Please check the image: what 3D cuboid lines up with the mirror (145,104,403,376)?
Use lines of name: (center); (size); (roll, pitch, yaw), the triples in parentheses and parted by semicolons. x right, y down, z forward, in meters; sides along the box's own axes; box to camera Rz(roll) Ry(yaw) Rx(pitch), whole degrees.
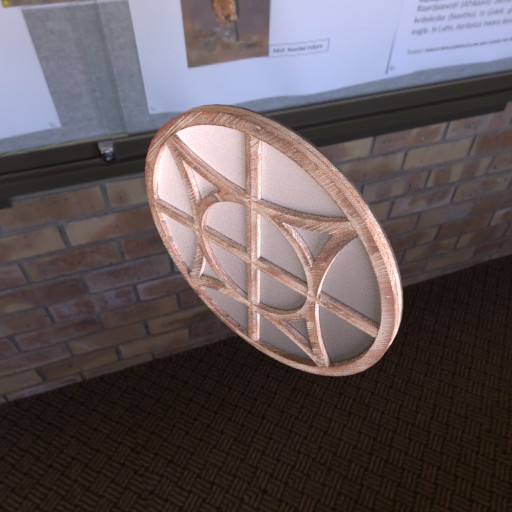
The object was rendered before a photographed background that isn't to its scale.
mirror: (0.000, 0.000, 1.042); (0.710, 0.710, 0.038); (30, 53, 26)
